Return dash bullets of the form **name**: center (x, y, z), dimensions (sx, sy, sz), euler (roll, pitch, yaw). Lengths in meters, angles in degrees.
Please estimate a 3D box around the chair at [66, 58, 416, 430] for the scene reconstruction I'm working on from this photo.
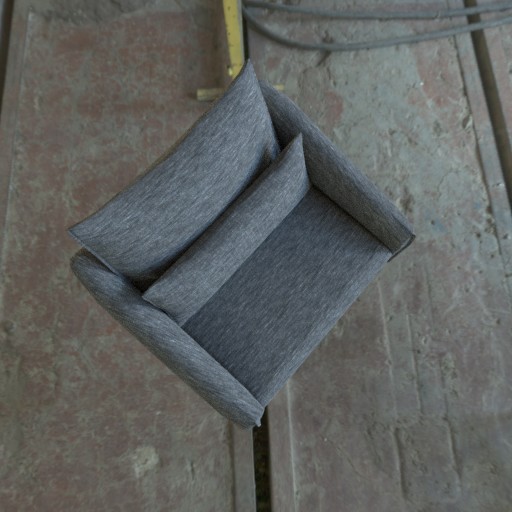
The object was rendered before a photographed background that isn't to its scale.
- **chair**: center (0.000, 0.000, 1.645), dimensions (0.805, 0.842, 1.004), euler (41, 78, 10)
